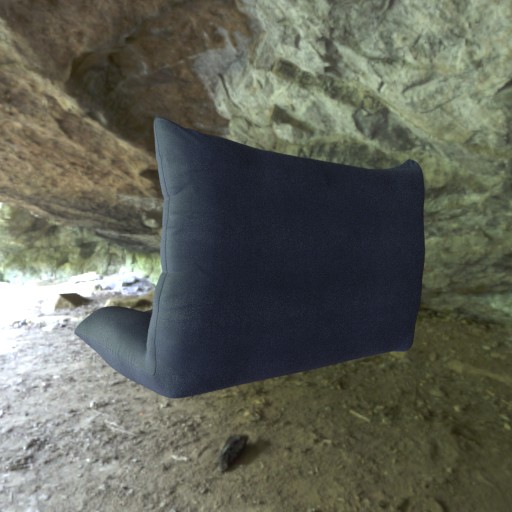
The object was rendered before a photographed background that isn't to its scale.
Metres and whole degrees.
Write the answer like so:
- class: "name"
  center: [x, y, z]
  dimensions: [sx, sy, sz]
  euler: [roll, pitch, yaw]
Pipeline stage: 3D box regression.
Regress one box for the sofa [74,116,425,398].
- class: "sofa"
  center: [0.000, 0.000, 1.699]
  dimensions: [1.122, 0.778, 0.849]
  euler: [0, 1, -37]
